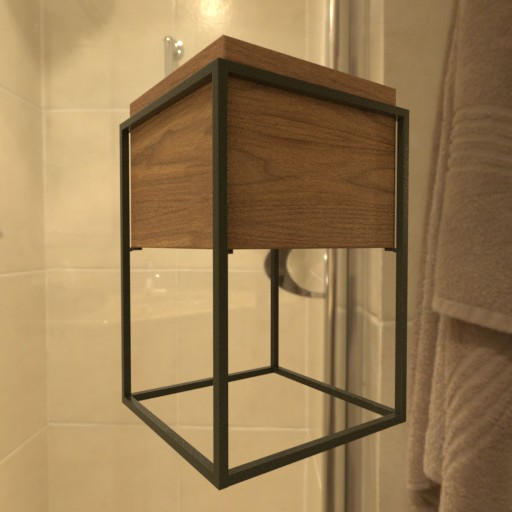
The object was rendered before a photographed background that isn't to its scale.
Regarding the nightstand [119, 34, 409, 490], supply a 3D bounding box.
[{"bbox_3d":[0.000,0.000,0.854,0.397,0.607,0.397,-1,2,-35],"label":"nightstand"}]
